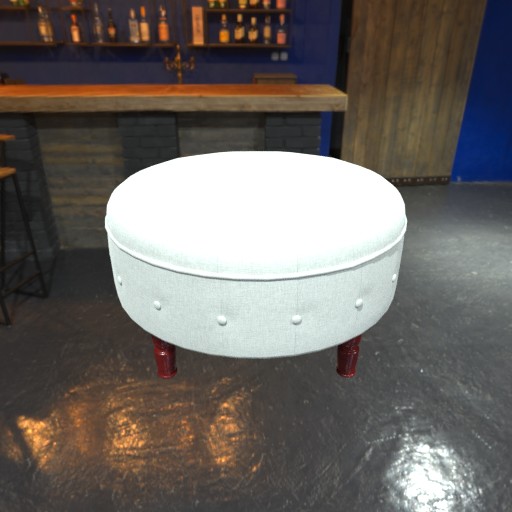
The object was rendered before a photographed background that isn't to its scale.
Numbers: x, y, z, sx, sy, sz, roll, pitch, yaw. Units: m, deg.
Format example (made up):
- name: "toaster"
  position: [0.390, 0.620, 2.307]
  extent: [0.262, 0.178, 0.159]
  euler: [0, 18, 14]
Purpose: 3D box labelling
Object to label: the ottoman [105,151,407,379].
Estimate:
- name: "ottoman"
  position: [0.000, 0.000, 1.376]
  extent: [0.850, 0.483, 0.850]
  euler: [0, 27, 0]
